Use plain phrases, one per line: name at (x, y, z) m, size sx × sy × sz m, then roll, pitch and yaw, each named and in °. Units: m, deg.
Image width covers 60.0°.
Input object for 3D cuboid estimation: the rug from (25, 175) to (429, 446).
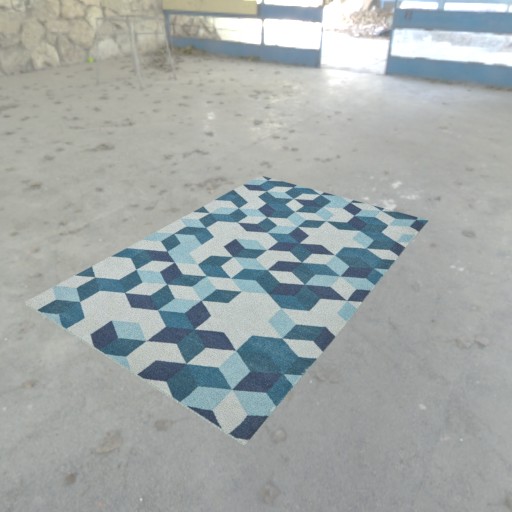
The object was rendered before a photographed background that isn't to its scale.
rug at (0.000, 0.000, 2.296) m, size 1.235 × 0.014 × 1.829 m, roll 21°, pitch 37°, yaw 30°
